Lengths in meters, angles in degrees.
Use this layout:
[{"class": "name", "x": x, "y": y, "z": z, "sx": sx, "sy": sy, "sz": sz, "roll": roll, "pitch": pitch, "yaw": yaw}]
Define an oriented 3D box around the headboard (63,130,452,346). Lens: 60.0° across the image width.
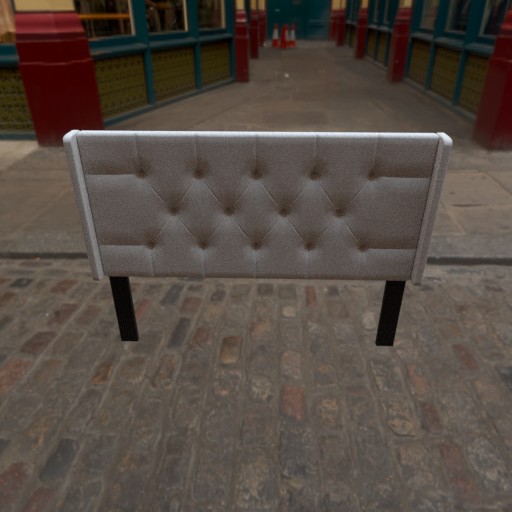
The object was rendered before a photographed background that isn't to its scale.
[{"class": "headboard", "x": 0.000, "y": 0.000, "z": 2.772, "sx": 2.051, "sy": 1.524, "sz": 0.184, "roll": 1, "pitch": 30, "yaw": 1}]
